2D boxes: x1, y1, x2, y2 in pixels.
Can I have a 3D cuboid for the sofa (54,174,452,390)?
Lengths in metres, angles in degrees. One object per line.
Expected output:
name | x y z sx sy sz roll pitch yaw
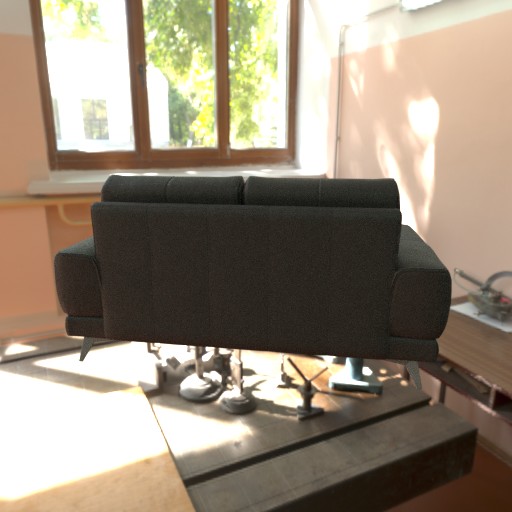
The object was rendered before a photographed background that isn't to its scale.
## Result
sofa | 0.000 0.000 2.408 1.806 0.907 1.018 2 15 9
